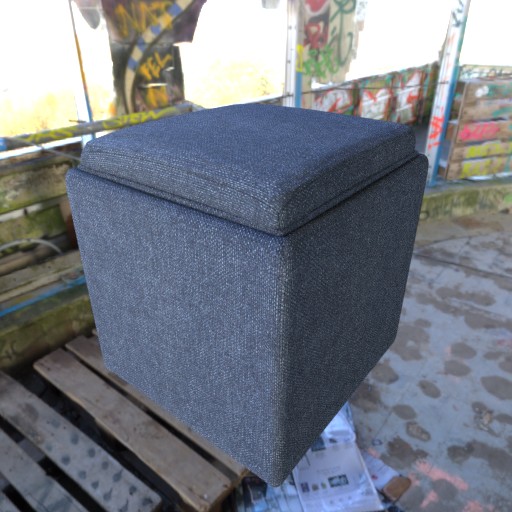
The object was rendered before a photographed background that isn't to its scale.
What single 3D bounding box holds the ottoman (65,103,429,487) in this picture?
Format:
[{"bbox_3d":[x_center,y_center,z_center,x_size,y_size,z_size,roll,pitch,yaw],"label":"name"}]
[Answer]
[{"bbox_3d":[0.000,0.000,0.825,0.436,0.493,0.454,21,35,33],"label":"ottoman"}]
